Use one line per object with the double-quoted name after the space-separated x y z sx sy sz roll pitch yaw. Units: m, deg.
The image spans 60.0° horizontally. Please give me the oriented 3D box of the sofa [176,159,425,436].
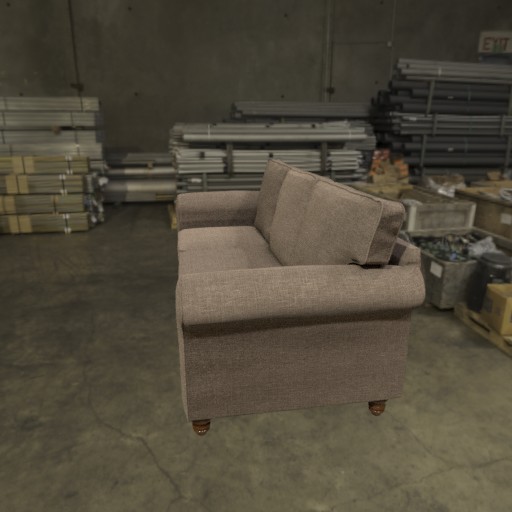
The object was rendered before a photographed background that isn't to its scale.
0.000 0.000 2.557 0.916 0.961 2.084 -3 17 -9 "sofa"
